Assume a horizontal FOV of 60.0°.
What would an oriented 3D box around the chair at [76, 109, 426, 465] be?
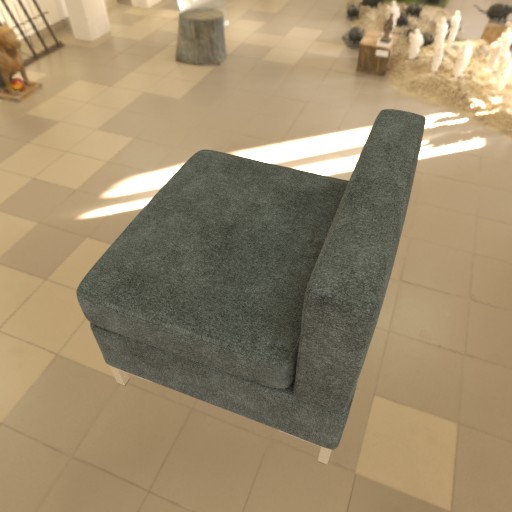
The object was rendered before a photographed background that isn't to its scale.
[{"bbox_3d":[0.000,0.000,1.192,0.680,0.660,0.680,16,47,15],"label":"chair"}]
